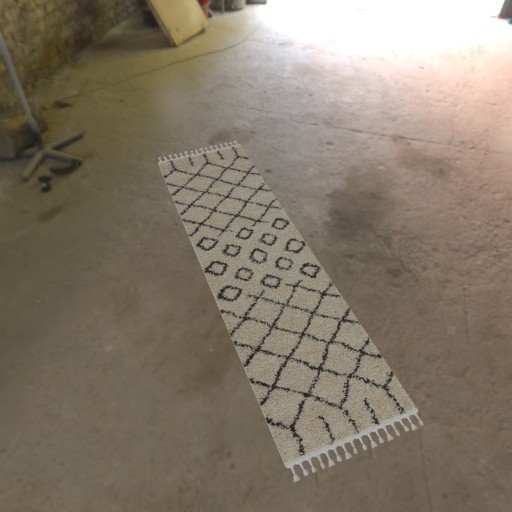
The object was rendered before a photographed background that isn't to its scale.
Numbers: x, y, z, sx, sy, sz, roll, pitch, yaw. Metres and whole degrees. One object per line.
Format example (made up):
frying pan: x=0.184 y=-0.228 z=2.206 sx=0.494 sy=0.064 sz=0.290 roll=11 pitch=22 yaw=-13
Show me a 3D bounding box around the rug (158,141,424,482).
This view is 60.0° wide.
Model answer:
rug: x=0.000 y=0.000 z=2.668 sx=0.660 sy=0.005 sz=2.464 roll=-16 pitch=49 yaw=-15
